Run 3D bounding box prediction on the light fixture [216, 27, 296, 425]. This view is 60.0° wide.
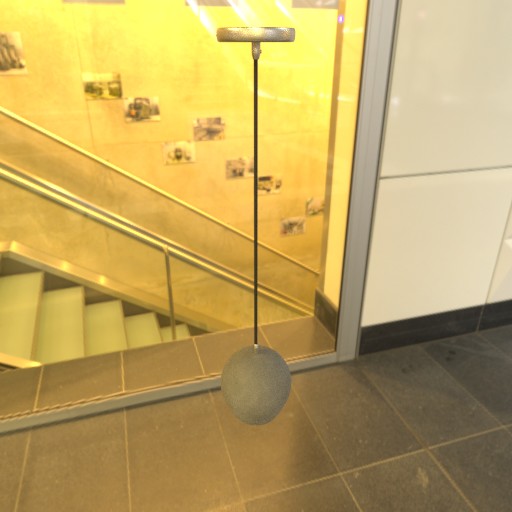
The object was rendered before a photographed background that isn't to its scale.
[{"bbox_3d":[0.000,0.000,0.831,0.153,0.760,0.153,-18,31,-33],"label":"light fixture"}]
